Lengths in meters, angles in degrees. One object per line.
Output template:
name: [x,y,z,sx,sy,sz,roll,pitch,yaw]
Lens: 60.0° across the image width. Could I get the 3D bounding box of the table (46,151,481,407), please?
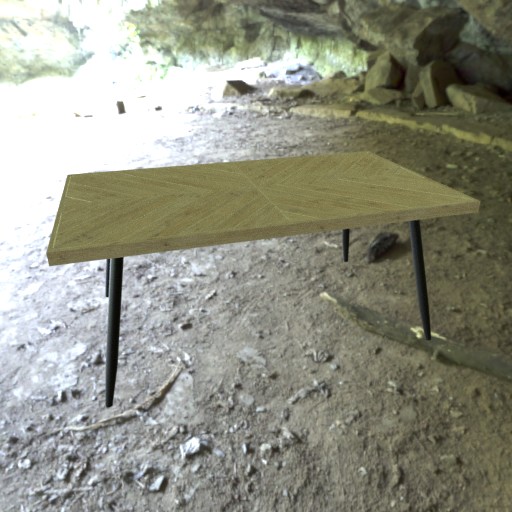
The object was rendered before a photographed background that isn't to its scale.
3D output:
table: [0.000,0.000,2.346,1.803,0.762,0.991,-8,28,-15]
